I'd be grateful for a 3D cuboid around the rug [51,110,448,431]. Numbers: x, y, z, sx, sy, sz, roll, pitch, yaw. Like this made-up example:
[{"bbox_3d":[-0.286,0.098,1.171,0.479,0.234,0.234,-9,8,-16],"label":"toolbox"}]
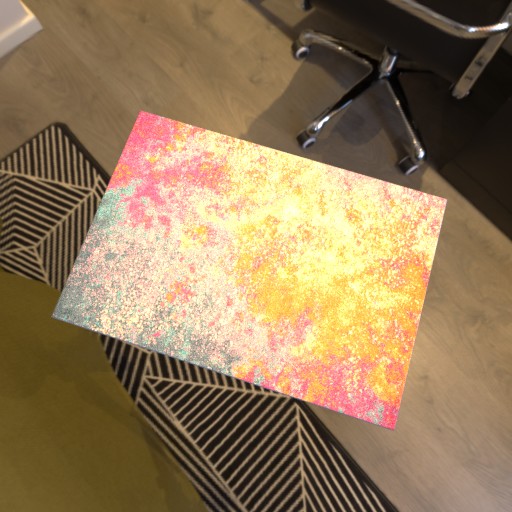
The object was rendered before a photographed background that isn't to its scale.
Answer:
[{"bbox_3d":[0.000,0.000,3.760,2.896,0.013,2.007,17,77,4],"label":"rug"}]
